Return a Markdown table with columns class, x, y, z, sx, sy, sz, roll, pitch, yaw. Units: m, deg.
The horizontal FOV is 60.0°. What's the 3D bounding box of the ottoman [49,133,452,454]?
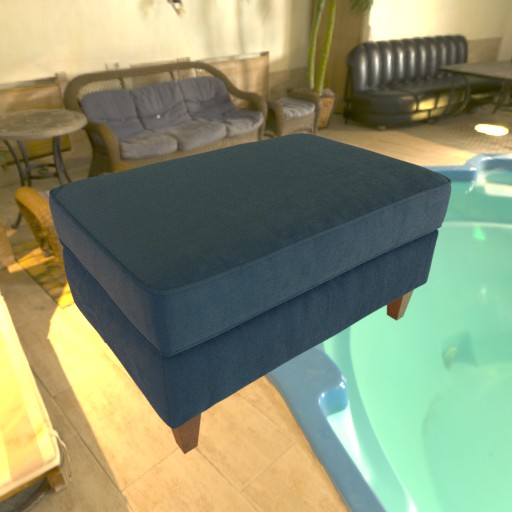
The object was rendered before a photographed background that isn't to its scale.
| class | x | y | z | sx | sy | sz | roll | pitch | yaw |
| --- | --- | --- | --- | --- | --- | --- | --- | --- | --- |
| ottoman | 0.000 | 0.000 | 1.188 | 0.862 | 0.484 | 0.583 | -22 | 37 | -32 |
